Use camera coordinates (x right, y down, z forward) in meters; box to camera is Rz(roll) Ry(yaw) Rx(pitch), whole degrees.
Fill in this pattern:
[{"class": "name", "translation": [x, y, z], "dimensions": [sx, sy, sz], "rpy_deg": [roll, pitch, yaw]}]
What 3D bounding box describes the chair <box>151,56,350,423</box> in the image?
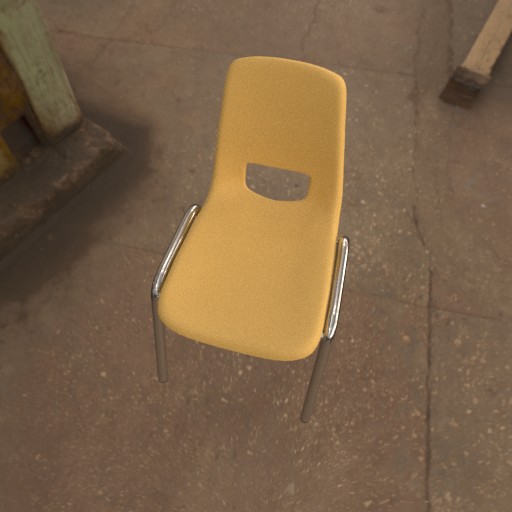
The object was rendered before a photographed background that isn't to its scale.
[{"class": "chair", "translation": [0.000, 0.000, 0.854], "dimensions": [0.354, 0.586, 0.423], "rpy_deg": [13, 58, 8]}]
